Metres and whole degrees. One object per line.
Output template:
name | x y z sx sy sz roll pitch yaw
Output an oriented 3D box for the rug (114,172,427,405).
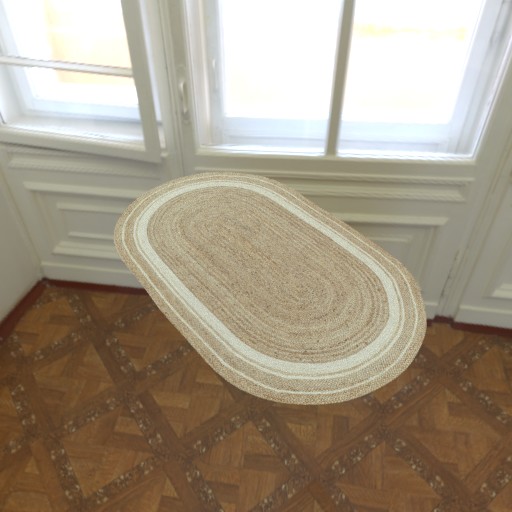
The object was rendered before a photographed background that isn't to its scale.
rug | 0.000 0.000 3.053 1.520 0.006 2.432 -27 48 -27
